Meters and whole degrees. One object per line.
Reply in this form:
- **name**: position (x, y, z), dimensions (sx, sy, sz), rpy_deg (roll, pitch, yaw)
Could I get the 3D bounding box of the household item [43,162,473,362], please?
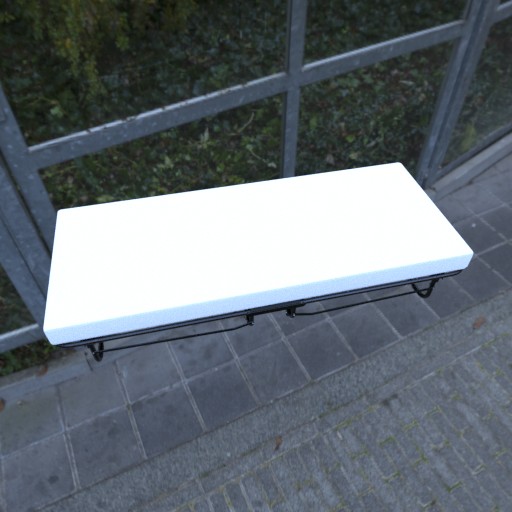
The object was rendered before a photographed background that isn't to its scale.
- **household item**: position (0.000, 0.000, 2.224), dimensions (1.905, 0.356, 0.787), rpy_deg (-9, 46, -9)
